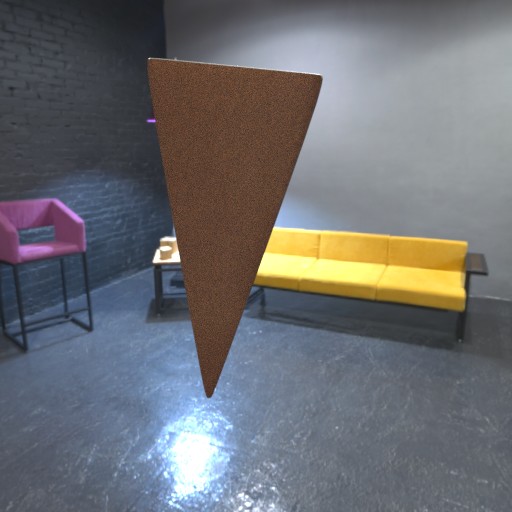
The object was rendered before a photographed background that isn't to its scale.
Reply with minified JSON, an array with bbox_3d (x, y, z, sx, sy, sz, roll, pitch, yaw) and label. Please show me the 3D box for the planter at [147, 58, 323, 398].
[{"bbox_3d":[0.000,0.000,0.163,0.047,0.130,0.058,7,16,26],"label":"planter"}]
